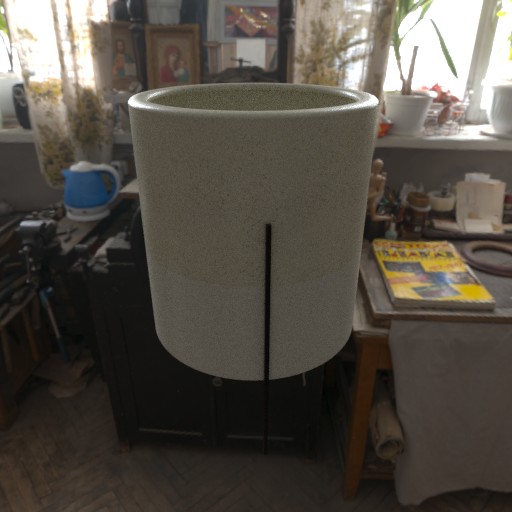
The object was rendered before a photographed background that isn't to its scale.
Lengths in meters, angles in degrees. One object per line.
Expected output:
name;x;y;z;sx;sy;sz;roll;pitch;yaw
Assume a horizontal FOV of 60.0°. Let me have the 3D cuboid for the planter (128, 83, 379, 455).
planter;0.000;0.000;0.698;0.333;0.483;0.324;-18;32;-32
